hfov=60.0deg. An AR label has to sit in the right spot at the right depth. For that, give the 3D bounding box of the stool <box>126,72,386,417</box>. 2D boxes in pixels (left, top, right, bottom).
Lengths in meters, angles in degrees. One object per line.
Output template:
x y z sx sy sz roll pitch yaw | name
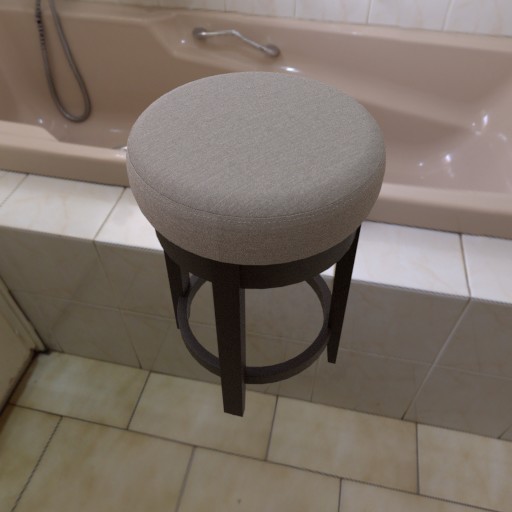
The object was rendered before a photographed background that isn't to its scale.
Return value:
0.000 0.000 0.969 0.443 0.672 0.443 0 47 0 | stool
